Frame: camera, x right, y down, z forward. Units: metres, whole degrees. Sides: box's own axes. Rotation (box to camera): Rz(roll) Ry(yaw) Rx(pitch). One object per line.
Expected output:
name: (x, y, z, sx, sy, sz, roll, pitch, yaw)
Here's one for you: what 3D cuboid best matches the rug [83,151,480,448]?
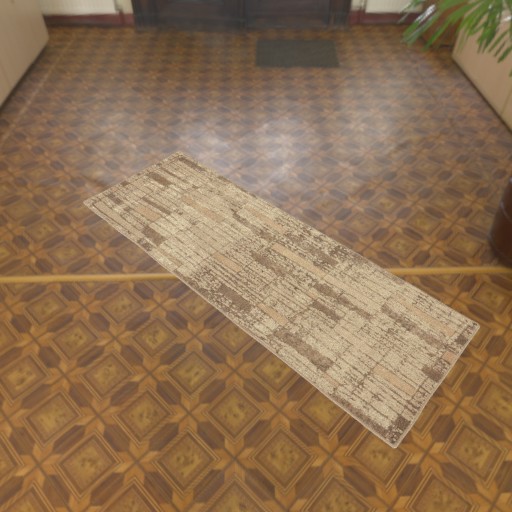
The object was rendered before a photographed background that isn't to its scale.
rug: (0.000, 0.000, 2.629, 2.383, 0.018, 0.857, 34, 55, 28)
